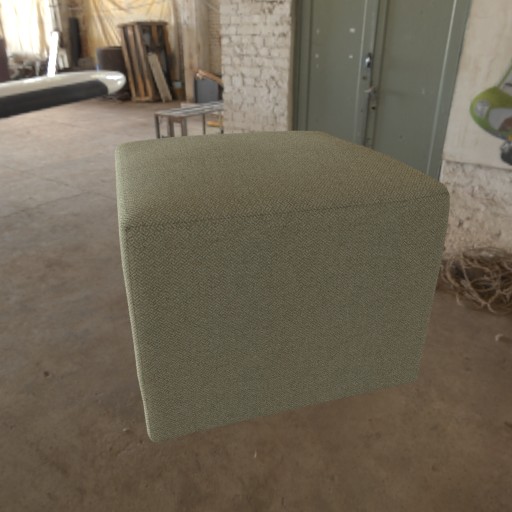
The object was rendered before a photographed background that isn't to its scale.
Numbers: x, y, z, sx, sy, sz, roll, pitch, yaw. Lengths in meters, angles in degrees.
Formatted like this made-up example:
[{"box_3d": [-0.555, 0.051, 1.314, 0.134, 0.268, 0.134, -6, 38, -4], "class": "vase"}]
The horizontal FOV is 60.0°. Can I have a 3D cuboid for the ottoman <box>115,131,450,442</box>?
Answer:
[{"box_3d": [0.000, 0.000, 0.924, 0.521, 0.453, 0.512, -8, 27, -15], "class": "ottoman"}]
